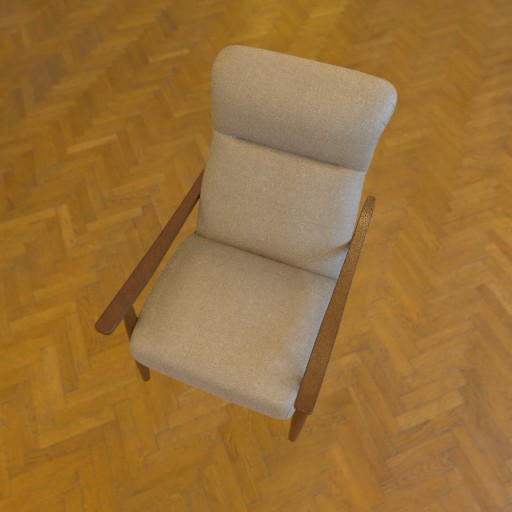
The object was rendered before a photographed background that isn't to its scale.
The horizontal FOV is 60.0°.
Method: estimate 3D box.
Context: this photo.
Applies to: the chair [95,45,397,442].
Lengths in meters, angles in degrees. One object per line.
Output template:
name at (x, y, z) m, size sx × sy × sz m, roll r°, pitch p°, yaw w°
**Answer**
chair at (0.000, 0.000, 1.724) m, size 0.762 × 1.082 × 1.030 m, roll 18°, pitch 59°, yaw 11°
